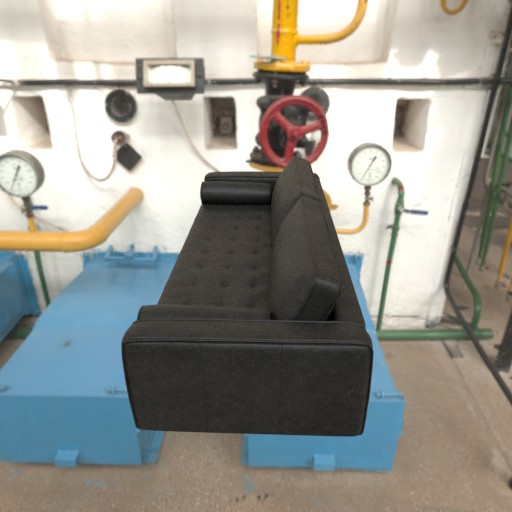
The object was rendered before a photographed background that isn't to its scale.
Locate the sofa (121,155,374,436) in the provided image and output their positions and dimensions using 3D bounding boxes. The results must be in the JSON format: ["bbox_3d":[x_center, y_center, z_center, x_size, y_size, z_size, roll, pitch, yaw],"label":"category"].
[{"bbox_3d":[0.000,0.000,2.578,0.914,0.762,2.210,1,26,2],"label":"sofa"}]
